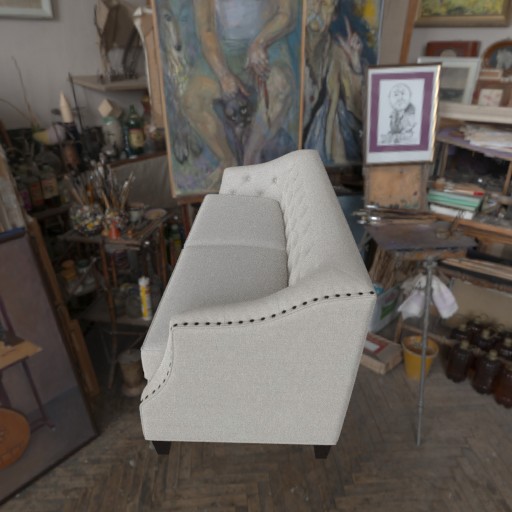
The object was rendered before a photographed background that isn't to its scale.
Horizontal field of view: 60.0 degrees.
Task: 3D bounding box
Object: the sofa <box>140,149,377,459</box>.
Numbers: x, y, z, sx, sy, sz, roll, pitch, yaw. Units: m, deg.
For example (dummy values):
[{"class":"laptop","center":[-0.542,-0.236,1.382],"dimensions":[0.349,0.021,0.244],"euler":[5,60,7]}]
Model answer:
[{"class":"sofa","center":[0.000,0.000,2.712],"dimensions":[0.914,0.901,2.235],"euler":[1,26,2]}]
